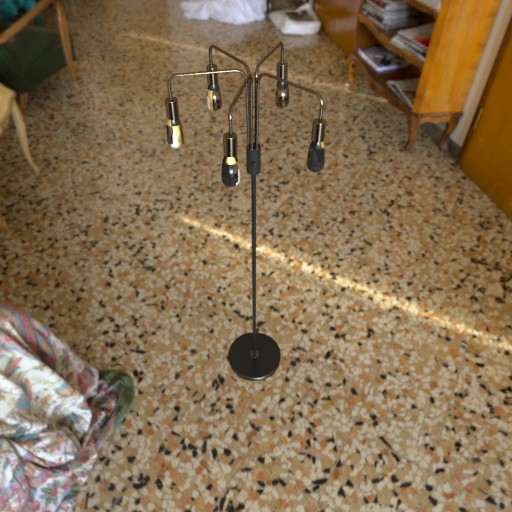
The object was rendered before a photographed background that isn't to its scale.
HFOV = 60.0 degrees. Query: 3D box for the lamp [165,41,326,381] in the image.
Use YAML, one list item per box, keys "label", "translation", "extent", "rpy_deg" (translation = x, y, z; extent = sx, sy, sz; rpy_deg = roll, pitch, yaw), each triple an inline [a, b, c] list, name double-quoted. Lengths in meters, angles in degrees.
- label: "lamp"
  translation: [0.000, 0.000, 2.030]
  extent: [0.599, 1.721, 0.572]
  rpy_deg: [31, 53, 27]
